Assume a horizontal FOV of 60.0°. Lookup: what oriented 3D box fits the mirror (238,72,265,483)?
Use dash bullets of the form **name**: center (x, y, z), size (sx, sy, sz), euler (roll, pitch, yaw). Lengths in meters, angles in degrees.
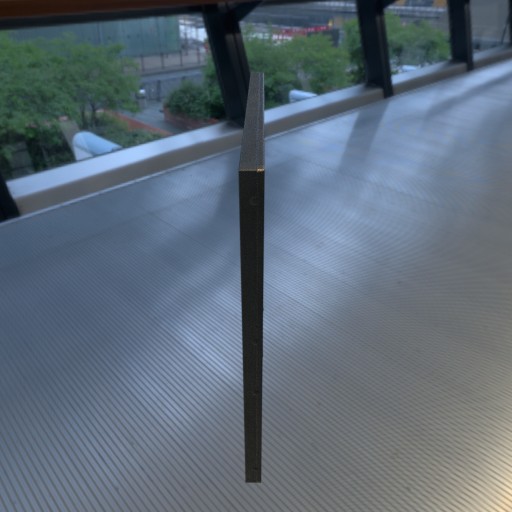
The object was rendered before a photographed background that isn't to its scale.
- **mirror**: center (0.000, 0.000, 0.573), size (0.020, 0.381, 0.382), euler (0, 32, 1)
